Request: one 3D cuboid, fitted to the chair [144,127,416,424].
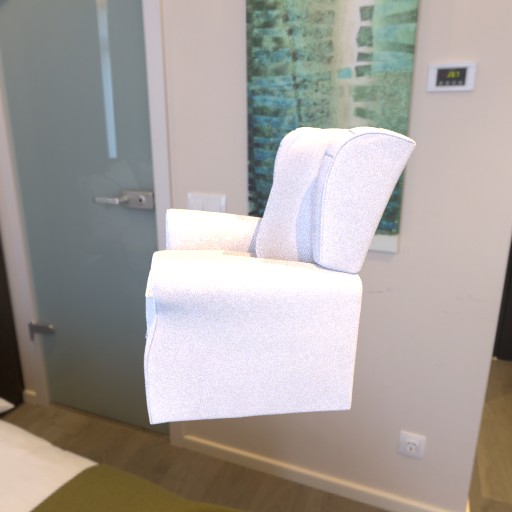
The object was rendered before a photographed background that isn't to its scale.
[{"bbox_3d":[0.000,0.000,1.731,0.854,0.967,0.906,-2,16,-8],"label":"chair"}]
